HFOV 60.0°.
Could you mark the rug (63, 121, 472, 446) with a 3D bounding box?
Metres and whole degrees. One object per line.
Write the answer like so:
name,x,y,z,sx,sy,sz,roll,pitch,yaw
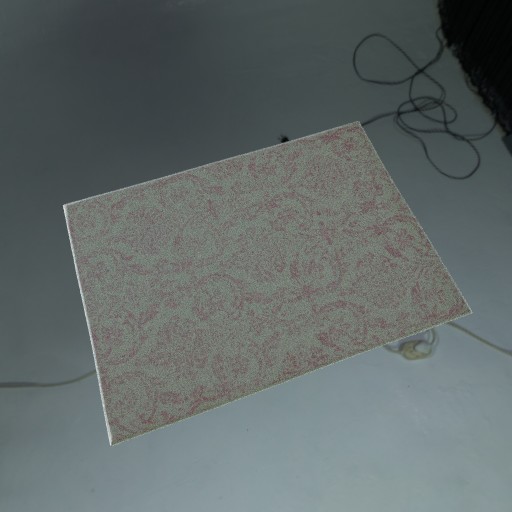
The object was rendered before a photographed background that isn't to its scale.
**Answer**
rug,0.000,0.000,2.836,2.202,0.014,1.598,-18,66,-8
